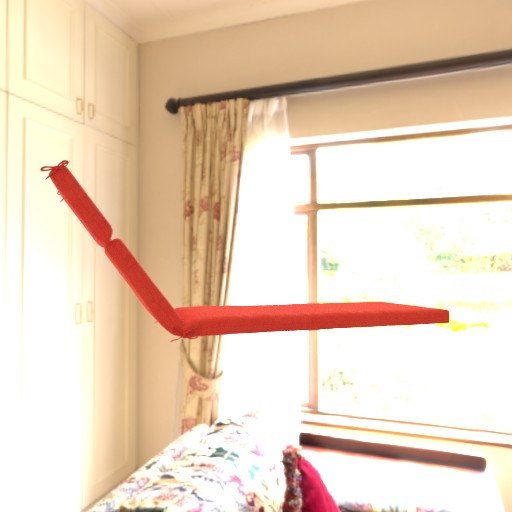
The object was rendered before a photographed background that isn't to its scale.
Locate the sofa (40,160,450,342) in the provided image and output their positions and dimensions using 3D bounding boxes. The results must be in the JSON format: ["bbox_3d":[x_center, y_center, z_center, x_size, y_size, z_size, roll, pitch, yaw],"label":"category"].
[{"bbox_3d":[0.000,0.000,1.951,1.663,0.622,0.582,0,-1,-19],"label":"sofa"}]
